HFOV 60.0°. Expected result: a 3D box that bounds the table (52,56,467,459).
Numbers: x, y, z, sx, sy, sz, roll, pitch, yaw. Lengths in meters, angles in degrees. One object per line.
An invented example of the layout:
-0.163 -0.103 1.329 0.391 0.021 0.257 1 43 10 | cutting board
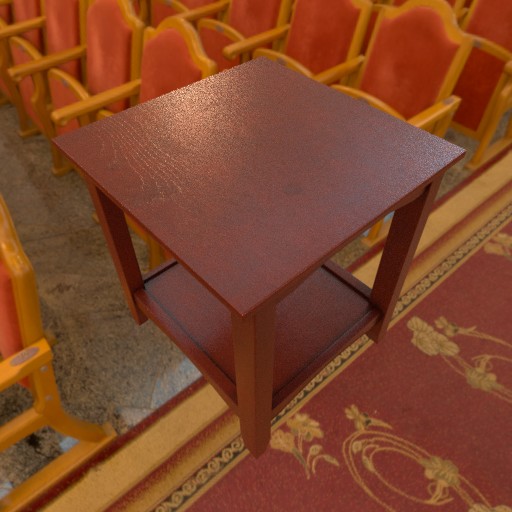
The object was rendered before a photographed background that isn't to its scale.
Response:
0.000 0.000 0.957 0.522 0.558 0.523 -32 55 -26 | table
